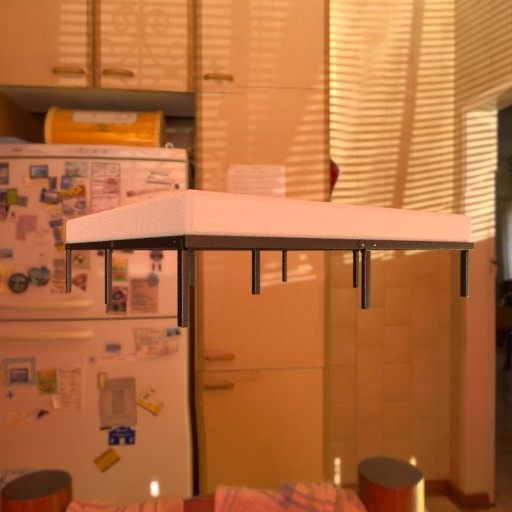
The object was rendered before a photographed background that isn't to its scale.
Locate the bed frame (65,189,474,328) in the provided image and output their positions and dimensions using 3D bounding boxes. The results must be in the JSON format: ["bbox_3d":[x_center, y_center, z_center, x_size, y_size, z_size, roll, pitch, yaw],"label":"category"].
[{"bbox_3d":[0.000,0.000,3.913,2.635,0.680,2.526,0,0,-36],"label":"bed frame"}]
